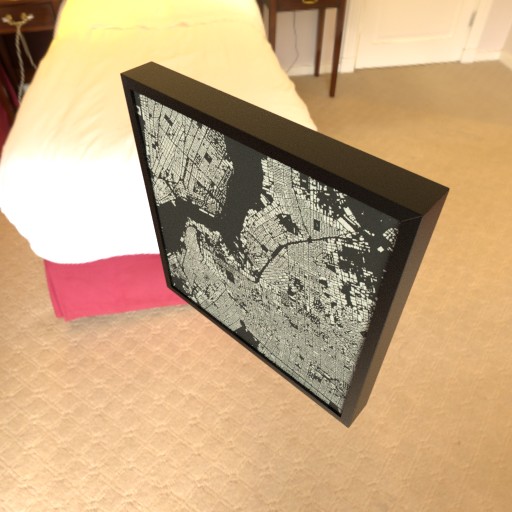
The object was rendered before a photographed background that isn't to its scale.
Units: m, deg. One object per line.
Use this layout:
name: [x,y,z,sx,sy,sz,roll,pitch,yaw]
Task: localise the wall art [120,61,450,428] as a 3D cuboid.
wall art: [0.000,0.000,0.449,0.299,0.299,0.037,33,54,28]
